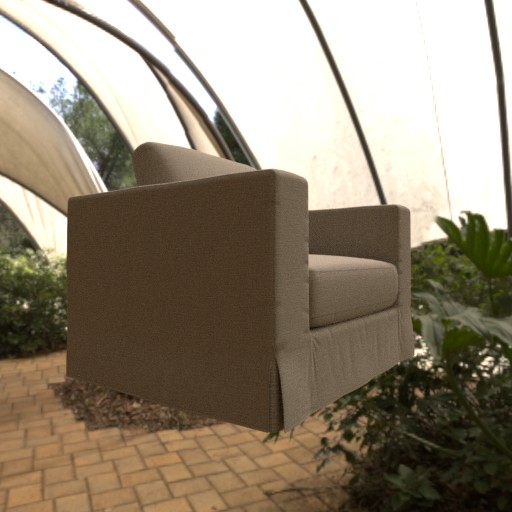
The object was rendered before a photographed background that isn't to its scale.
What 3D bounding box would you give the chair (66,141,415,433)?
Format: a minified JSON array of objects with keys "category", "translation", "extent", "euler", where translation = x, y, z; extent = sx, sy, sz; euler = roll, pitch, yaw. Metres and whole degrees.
[{"category":"chair","translation":[0.000,0.000,1.808],"extent":[0.957,0.878,1.150],"euler":[0,0,36]}]
